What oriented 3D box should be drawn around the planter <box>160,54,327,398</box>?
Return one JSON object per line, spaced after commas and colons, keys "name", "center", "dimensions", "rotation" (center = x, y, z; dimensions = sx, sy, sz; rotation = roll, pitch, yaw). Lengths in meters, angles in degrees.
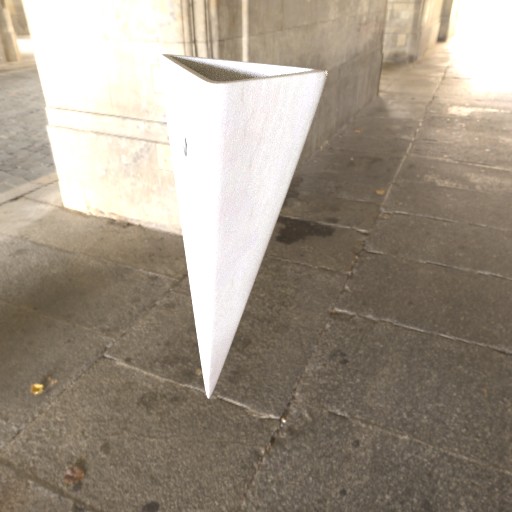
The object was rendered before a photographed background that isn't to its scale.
{"name": "planter", "center": [0.000, 0.000, 0.277], "dimensions": [0.081, 0.224, 0.101], "rotation": [-11, 33, -18]}
